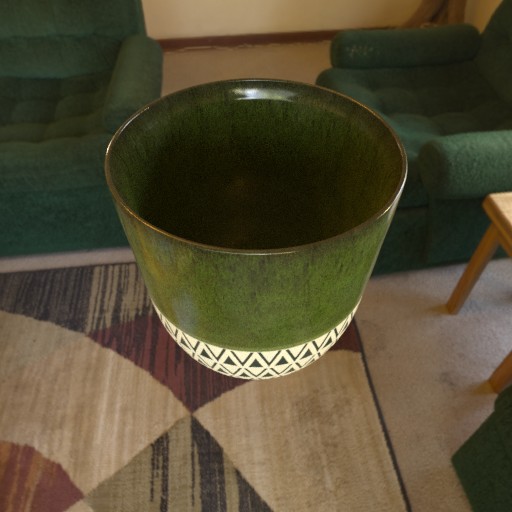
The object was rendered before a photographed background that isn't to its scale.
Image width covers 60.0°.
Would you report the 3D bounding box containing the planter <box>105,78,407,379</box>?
[{"bbox_3d":[0.000,0.000,0.466,0.245,0.270,0.245,0,47,0],"label":"planter"}]
